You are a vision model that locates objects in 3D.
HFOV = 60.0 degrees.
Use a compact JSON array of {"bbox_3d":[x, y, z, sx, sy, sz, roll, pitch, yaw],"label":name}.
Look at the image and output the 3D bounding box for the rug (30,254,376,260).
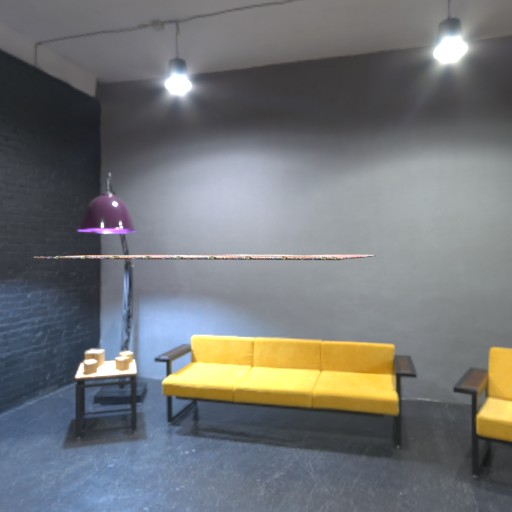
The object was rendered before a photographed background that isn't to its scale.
[{"bbox_3d":[0.000,0.000,2.242,1.084,0.013,1.849,0,0,18],"label":"rug"}]
